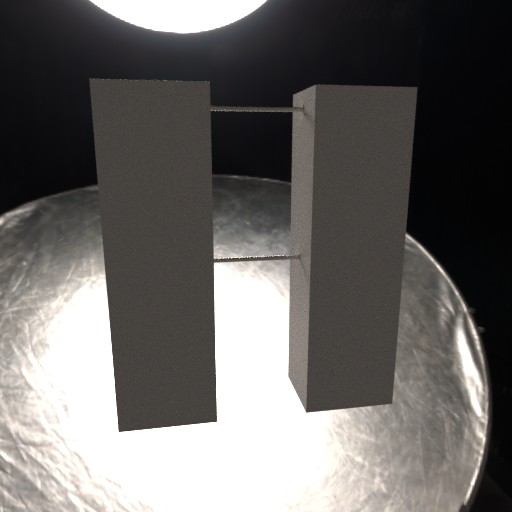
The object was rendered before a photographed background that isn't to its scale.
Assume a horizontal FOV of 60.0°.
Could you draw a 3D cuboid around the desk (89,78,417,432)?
[{"bbox_3d":[0.000,0.000,2.818,1.770,2.000,0.480,-2,14,-10],"label":"desk"}]
